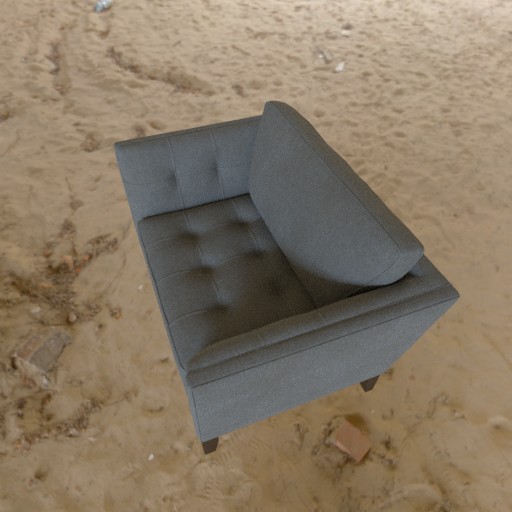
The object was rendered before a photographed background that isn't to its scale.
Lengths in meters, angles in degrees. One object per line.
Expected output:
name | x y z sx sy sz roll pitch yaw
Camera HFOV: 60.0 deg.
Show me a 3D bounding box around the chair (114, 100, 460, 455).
chair | 0.000 0.000 2.051 0.965 0.942 1.396 -16 48 -15
